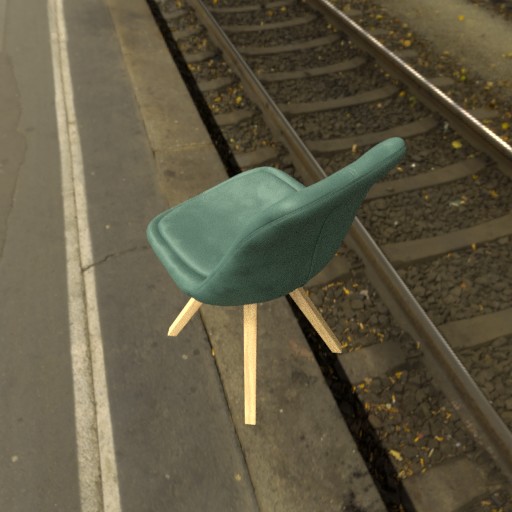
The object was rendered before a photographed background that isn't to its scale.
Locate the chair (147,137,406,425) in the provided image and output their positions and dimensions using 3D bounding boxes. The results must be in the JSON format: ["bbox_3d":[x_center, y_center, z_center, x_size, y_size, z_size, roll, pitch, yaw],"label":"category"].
[{"bbox_3d":[0.000,0.000,1.195,0.483,0.865,0.547,-32,55,-26],"label":"chair"}]
